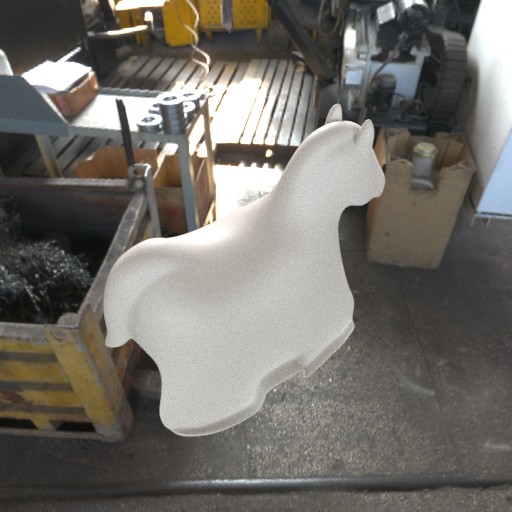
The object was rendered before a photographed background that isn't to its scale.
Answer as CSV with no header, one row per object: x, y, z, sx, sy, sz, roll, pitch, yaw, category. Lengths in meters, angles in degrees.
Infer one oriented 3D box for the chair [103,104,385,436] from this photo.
0.000,0.000,1.101,0.800,0.612,0.429,-25,47,-25,chair
